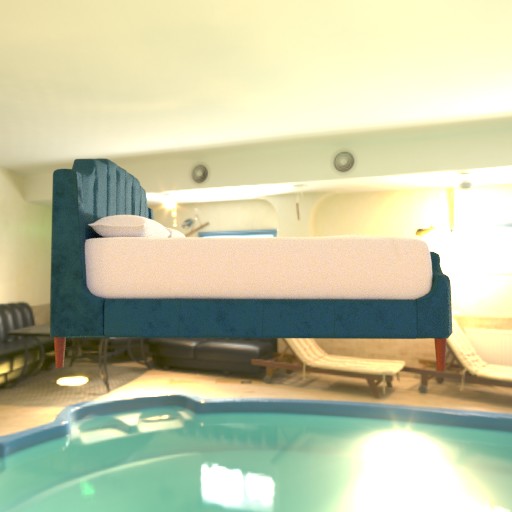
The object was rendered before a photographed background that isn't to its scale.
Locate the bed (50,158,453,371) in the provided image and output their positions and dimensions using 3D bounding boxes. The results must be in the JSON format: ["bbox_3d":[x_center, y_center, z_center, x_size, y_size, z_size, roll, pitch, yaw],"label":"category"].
[{"bbox_3d":[0.000,0.000,3.344,2.322,1.338,1.678,0,-2,2],"label":"bed"}]
